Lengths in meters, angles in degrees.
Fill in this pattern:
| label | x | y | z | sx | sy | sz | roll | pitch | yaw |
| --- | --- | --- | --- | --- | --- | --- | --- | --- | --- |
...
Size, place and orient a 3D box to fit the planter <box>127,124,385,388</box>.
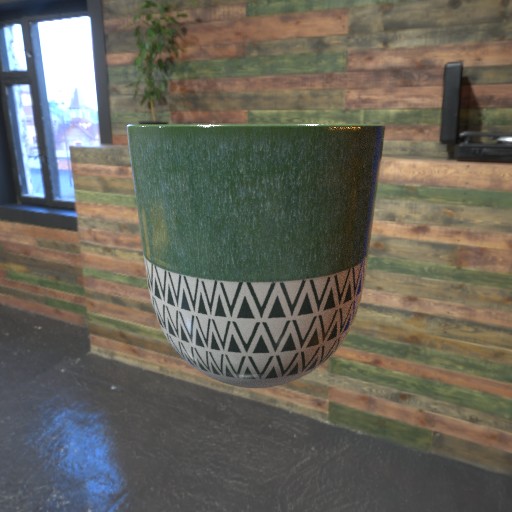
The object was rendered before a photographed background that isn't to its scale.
| label | x | y | z | sx | sy | sz | roll | pitch | yaw |
| --- | --- | --- | --- | --- | --- | --- | --- | --- | --- |
| planter | 0.000 | 0.000 | 0.377 | 0.195 | 0.214 | 0.195 | 0 | 17 | 0 |
